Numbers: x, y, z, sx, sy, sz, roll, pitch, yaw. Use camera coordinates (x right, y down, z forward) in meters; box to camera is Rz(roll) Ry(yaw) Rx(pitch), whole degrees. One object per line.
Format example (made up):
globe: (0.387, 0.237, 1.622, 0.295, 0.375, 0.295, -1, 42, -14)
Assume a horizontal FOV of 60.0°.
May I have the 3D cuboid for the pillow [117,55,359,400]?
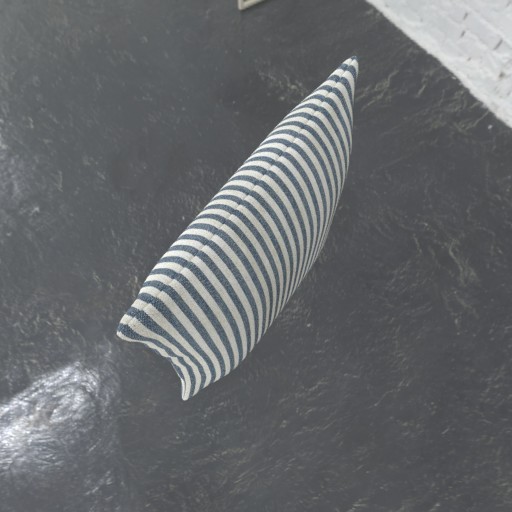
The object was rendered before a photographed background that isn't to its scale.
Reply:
pillow: (0.000, 0.000, 0.790, 0.166, 0.510, 0.523, 32, 68, 15)
